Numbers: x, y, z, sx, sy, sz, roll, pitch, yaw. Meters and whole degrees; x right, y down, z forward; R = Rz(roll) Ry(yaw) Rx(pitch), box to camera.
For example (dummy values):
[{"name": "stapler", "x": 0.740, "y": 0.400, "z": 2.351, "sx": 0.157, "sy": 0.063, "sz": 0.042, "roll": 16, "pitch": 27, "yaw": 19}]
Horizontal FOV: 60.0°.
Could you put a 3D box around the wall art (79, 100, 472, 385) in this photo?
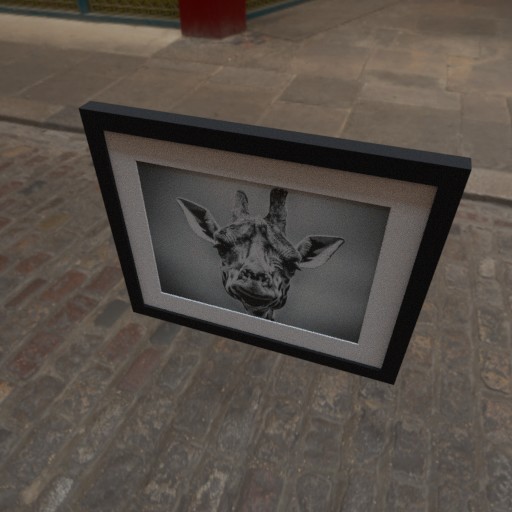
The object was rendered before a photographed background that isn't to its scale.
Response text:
[{"name": "wall art", "x": 0.000, "y": 0.000, "z": 0.761, "sx": 0.558, "sy": 0.457, "sz": 0.031, "roll": 13, "pitch": 43, "yaw": 14}]
